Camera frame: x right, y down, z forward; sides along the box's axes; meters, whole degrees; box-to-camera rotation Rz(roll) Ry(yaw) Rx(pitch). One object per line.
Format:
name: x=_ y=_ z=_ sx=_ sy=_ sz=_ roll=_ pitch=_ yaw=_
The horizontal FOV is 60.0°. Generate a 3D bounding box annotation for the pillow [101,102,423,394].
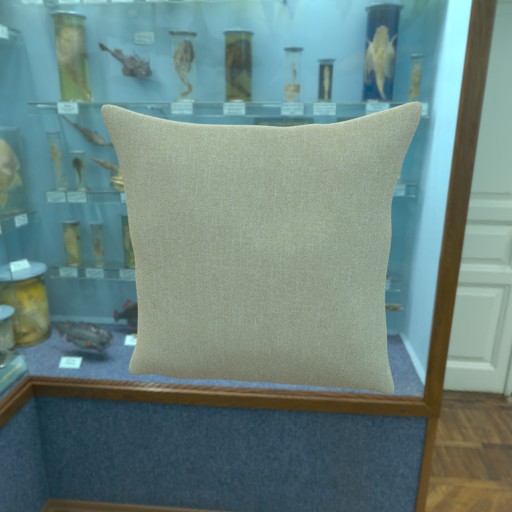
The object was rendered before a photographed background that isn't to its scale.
pillow: x=0.000 y=0.000 z=0.662 sx=0.436 sy=0.432 sz=0.138 roll=2 pitch=17 yaw=7
